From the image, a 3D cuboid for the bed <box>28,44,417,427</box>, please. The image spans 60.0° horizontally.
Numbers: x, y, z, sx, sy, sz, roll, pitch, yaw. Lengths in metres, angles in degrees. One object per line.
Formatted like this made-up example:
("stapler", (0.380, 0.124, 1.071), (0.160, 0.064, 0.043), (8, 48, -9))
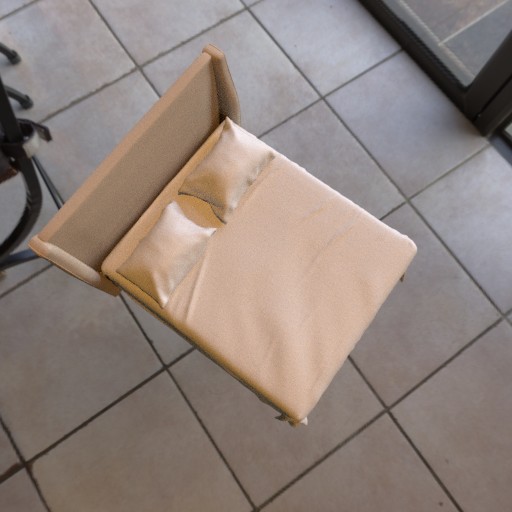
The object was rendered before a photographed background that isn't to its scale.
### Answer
("bed", (0.000, 0.000, 3.481), (2.276, 1.332, 1.925), (36, 78, 8))
